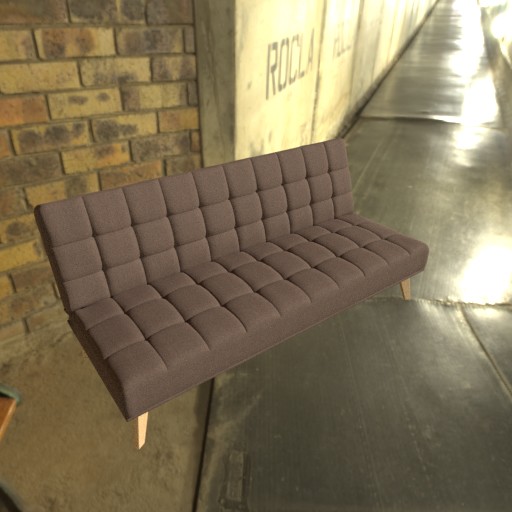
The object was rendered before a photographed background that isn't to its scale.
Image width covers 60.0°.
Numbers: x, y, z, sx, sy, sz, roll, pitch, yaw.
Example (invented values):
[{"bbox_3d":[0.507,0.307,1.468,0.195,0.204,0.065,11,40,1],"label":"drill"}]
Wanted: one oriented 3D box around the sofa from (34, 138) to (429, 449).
[{"bbox_3d":[0.000,0.000,2.260,1.800,0.810,0.860,-20,35,-31],"label":"sofa"}]
